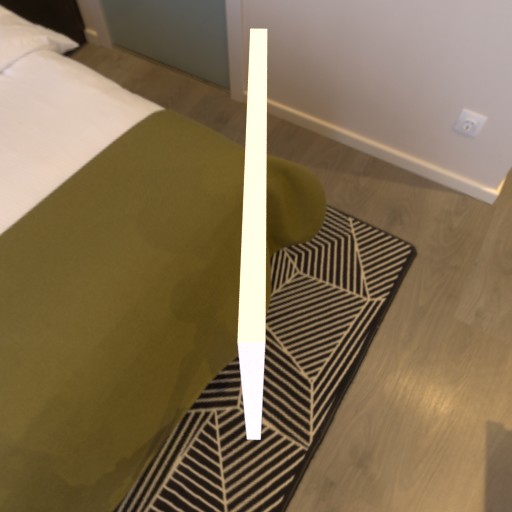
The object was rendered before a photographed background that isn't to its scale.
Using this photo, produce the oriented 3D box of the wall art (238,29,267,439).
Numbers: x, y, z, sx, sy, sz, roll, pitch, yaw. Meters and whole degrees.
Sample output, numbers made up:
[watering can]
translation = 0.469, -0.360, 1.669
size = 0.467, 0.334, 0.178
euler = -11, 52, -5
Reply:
[wall art]
translation = 0.000, 0.000, 0.841
size = 0.028, 0.559, 0.559
euler = 1, 58, 1
